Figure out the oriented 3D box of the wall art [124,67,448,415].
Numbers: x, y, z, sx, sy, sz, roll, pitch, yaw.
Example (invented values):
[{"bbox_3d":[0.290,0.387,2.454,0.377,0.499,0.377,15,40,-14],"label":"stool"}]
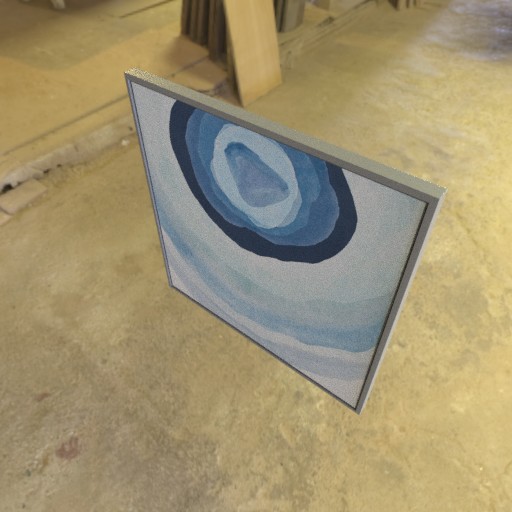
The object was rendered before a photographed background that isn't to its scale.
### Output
[{"bbox_3d":[0.000,0.000,1.212,0.809,0.807,0.038,30,52,26],"label":"wall art"}]
